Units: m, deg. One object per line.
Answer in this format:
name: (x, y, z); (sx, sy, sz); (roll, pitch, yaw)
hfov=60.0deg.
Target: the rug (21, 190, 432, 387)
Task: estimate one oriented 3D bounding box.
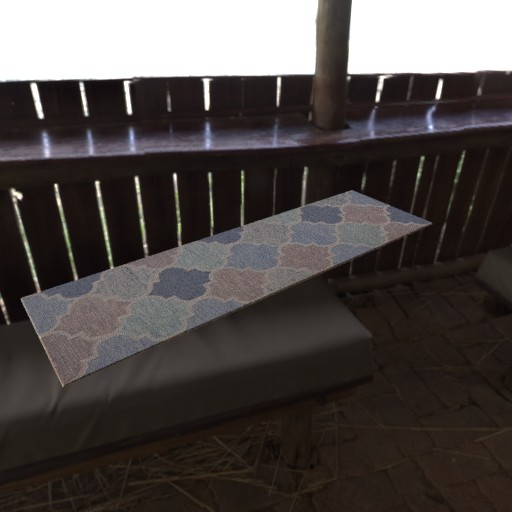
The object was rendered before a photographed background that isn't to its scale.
rug: (0.000, 0.000, 2.465); (2.287, 0.011, 0.687); (-21, 36, -31)
